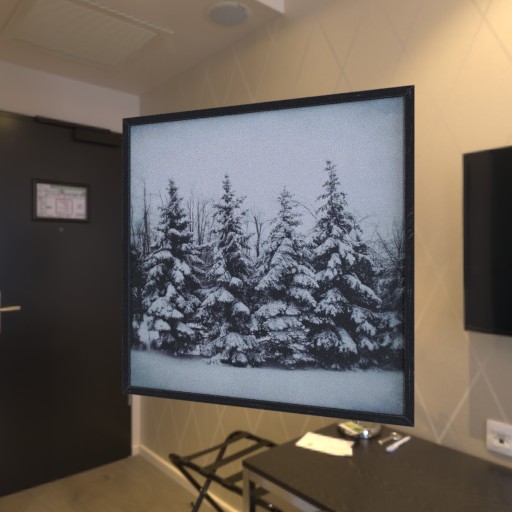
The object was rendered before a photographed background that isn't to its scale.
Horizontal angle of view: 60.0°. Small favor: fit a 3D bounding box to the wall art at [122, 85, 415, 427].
[{"bbox_3d":[0.000,0.000,0.752,0.506,0.506,0.036,0,0,19],"label":"wall art"}]
